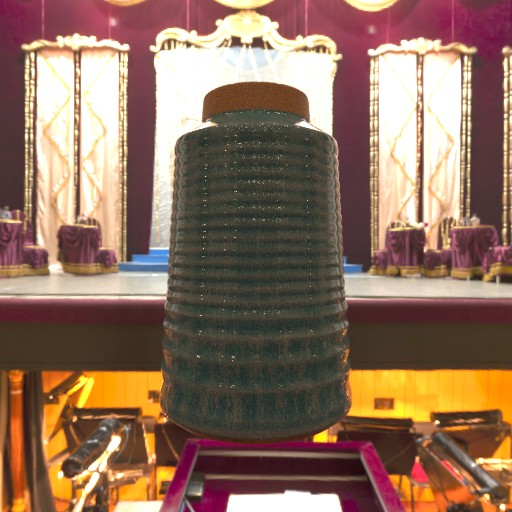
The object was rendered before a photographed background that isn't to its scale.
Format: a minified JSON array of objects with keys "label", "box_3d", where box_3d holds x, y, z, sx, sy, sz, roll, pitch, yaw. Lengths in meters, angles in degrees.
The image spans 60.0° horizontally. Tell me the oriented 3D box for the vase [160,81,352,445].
[{"label":"vase","box_3d":[0.000,0.000,0.382,0.163,0.267,0.163,0,1,0]}]
